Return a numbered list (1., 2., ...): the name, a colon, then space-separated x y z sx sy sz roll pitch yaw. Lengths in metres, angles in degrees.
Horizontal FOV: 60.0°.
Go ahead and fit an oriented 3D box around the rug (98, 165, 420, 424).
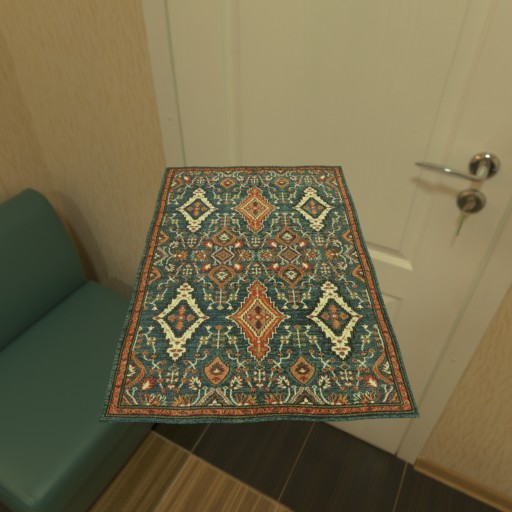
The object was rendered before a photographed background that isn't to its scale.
1. rug: 0.000 0.000 4.229 2.190 0.008 3.371 -1 41 -1
